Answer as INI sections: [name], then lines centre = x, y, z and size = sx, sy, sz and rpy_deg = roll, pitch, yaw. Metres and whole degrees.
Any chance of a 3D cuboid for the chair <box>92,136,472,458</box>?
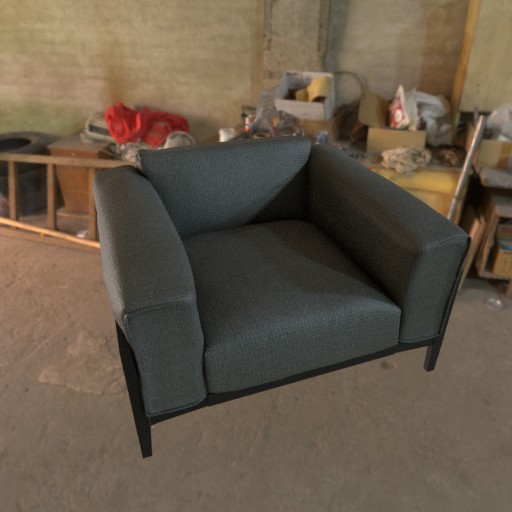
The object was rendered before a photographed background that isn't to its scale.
[chair]
centre = 0.000, 0.000, 1.641
size = 1.056, 0.646, 0.969
rpy_deg = -11, 34, -17
